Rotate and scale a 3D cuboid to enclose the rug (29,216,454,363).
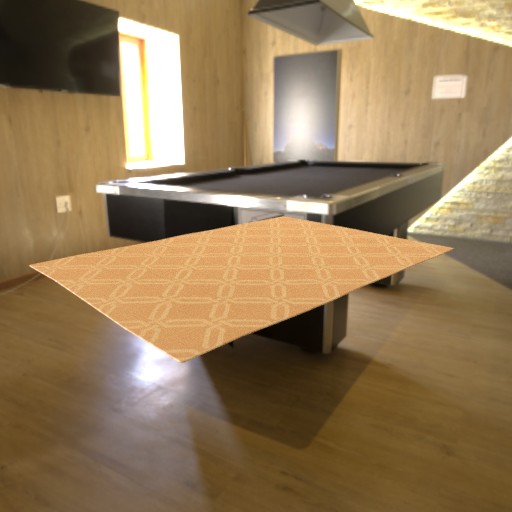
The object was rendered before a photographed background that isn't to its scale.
[{"bbox_3d":[0.000,0.000,2.692,2.135,0.013,1.524,-15,22,-42],"label":"rug"}]
